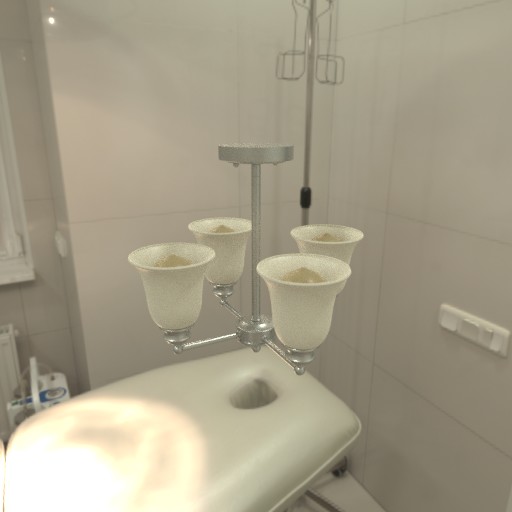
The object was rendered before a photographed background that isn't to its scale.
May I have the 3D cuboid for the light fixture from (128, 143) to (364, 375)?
[{"bbox_3d":[0.000,0.000,0.762,0.427,0.370,0.427,-9,19,-26],"label":"light fixture"}]
